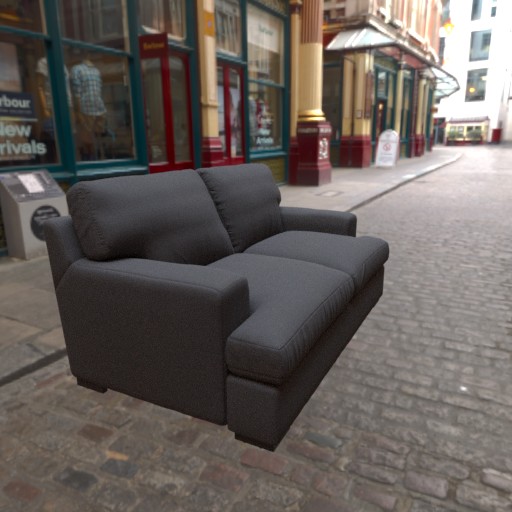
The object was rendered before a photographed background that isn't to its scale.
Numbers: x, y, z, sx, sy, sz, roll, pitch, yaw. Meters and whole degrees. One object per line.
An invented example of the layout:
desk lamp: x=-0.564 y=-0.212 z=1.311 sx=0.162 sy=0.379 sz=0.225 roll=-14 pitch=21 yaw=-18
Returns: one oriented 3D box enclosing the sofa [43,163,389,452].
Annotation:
sofa: x=0.000 y=0.000 z=2.480 sx=1.143 sy=0.940 sz=1.880 roll=7 pitch=17 yaw=26
